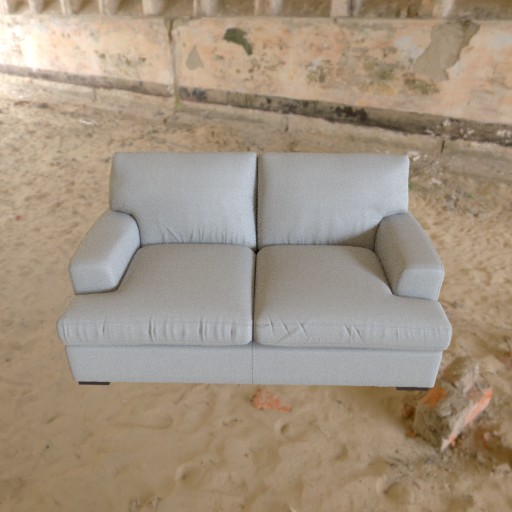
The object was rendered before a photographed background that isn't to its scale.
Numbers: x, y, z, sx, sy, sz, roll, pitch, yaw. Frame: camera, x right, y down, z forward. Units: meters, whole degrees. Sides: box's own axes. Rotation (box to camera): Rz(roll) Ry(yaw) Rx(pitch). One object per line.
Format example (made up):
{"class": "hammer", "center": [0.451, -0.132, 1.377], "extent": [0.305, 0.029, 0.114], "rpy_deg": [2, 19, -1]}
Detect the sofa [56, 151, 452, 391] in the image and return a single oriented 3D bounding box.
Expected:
{"class": "sofa", "center": [0.000, 0.000, 2.457], "extent": [1.880, 0.940, 1.143], "rpy_deg": [1, 30, 1]}
